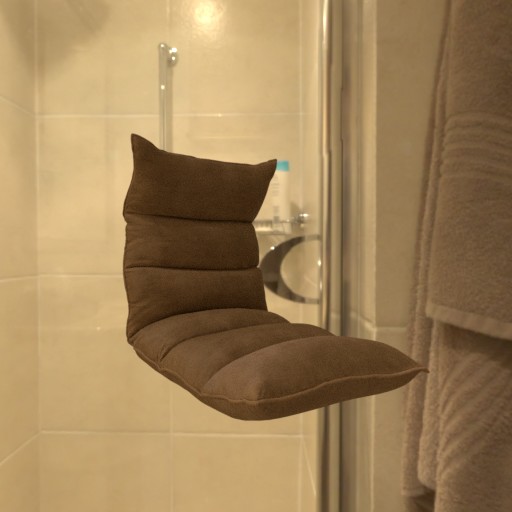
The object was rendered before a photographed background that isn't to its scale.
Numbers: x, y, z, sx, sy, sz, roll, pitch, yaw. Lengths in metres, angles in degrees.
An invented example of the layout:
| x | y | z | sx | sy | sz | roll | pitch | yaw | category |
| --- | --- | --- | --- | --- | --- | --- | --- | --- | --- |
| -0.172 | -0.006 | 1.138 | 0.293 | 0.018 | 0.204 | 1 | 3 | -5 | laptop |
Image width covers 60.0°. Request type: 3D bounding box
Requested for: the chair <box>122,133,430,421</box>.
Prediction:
| x | y | z | sx | sy | sz | roll | pitch | yaw | category |
| --- | --- | --- | --- | --- | --- | --- | --- | --- | --- |
| 0.000 | 0.000 | 1.595 | 0.714 | 0.892 | 0.985 | -1 | 1 | -36 | chair |
